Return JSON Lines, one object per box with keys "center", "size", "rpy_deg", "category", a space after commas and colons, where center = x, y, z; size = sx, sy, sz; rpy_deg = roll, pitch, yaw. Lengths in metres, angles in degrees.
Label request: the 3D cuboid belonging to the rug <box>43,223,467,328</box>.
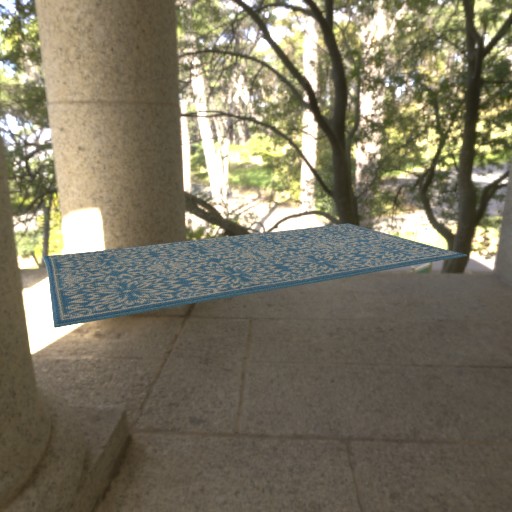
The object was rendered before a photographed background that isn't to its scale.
{"center": [0.000, 0.000, 1.415], "size": [1.219, 0.007, 0.604], "rpy_deg": [-8, 17, -26], "category": "rug"}
